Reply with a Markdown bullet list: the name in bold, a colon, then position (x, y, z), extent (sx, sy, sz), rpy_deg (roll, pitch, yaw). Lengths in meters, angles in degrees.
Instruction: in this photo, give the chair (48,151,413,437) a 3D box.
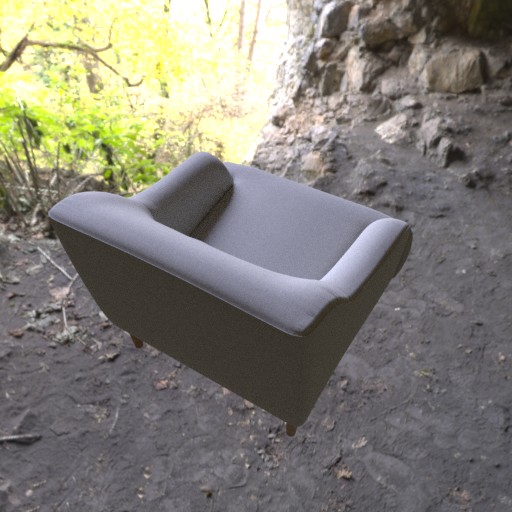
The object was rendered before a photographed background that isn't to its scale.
- **chair**: position (0.000, 0.000, 1.630), extent (0.946, 0.818, 0.951), rpy_deg (23, 51, 21)
